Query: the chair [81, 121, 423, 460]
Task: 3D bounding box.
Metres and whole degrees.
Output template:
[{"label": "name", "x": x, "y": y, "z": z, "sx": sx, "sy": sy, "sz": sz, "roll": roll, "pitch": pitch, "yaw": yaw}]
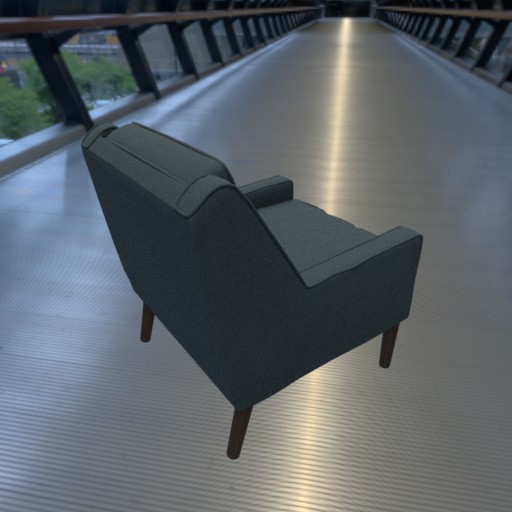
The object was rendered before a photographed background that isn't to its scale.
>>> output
[{"label": "chair", "x": 0.000, "y": 0.000, "z": 1.329, "sx": 0.733, "sy": 0.780, "sz": 0.663, "roll": -19, "pitch": 33, "yaw": -31}]
